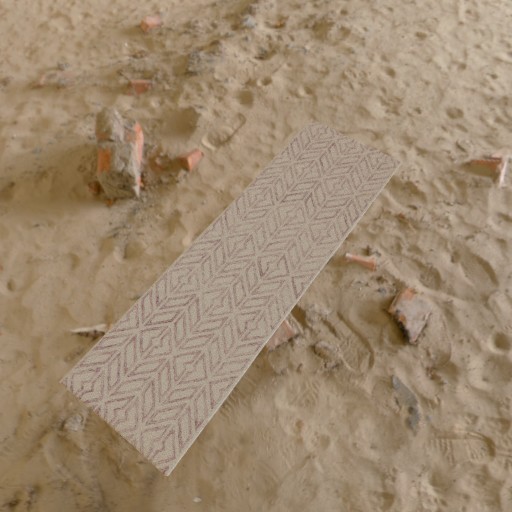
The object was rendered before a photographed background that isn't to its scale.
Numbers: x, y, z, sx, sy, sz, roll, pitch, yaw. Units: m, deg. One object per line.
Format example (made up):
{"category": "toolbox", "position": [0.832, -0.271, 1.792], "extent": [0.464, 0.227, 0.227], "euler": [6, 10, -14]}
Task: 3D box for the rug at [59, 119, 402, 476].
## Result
{"category": "rug", "position": [0.000, 0.000, 2.689], "extent": [0.750, 0.009, 2.435], "euler": [32, 64, 18]}
